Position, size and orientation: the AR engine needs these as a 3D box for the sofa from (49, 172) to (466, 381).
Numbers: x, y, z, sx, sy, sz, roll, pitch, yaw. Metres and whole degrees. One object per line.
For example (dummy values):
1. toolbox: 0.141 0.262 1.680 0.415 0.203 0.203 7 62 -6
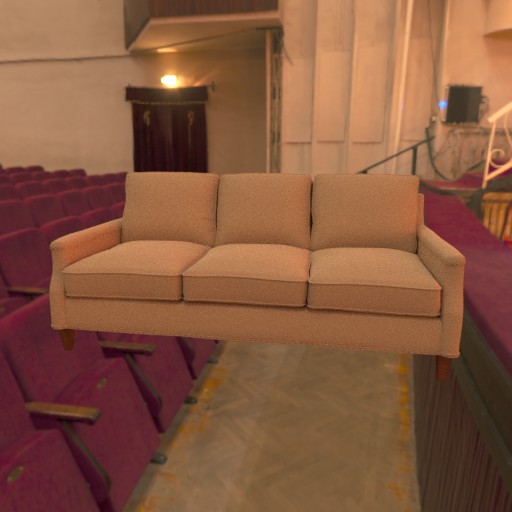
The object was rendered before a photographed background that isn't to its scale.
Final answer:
1. sofa: 0.000 0.000 2.807 2.246 1.003 1.084 2 14 9
